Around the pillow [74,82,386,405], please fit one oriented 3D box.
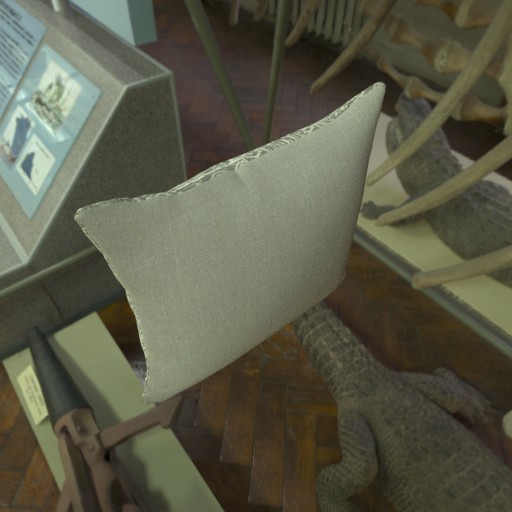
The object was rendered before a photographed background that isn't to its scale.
[{"bbox_3d":[0.000,0.000,0.789,0.546,0.487,0.180,-30,53,-25],"label":"pillow"}]
